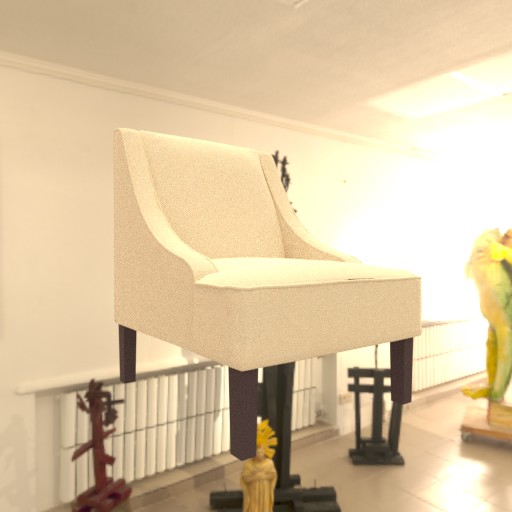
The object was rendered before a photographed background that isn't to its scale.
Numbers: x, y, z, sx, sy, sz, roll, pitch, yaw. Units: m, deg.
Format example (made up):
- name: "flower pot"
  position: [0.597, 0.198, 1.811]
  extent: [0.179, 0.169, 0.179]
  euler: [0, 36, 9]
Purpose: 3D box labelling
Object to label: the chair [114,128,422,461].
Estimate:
- name: "chair"
  position: [0.000, 0.000, 1.449]
  extent: [0.689, 0.886, 0.806]
  euler: [-1, 1, -37]
